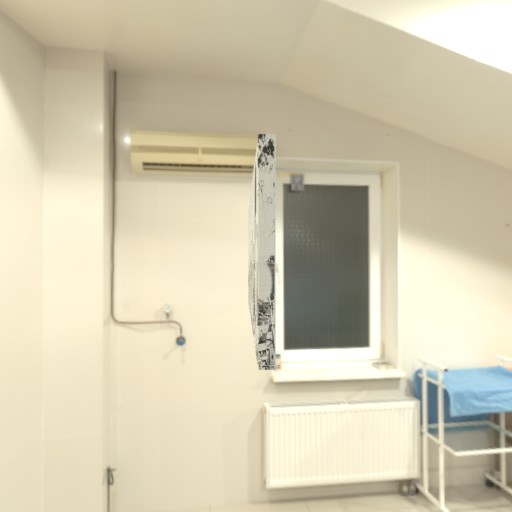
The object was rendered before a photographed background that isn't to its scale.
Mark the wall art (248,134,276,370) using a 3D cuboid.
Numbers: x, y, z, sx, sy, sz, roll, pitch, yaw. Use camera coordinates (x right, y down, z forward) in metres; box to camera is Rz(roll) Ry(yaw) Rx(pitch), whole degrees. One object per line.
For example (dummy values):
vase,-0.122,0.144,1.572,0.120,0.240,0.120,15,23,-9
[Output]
wall art,0.000,0.000,1.712,0.039,0.507,1.520,0,-1,-2
